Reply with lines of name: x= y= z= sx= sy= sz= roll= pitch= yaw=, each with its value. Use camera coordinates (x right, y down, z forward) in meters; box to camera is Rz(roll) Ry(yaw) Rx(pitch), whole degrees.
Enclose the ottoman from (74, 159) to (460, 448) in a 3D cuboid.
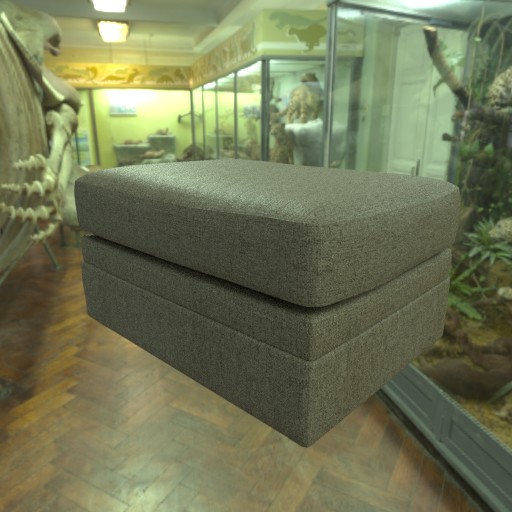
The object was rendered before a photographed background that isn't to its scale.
ottoman: x=0.000 y=0.000 z=1.221 sx=0.885 sy=0.478 sz=0.637 roll=15 pitch=23 yaw=41
